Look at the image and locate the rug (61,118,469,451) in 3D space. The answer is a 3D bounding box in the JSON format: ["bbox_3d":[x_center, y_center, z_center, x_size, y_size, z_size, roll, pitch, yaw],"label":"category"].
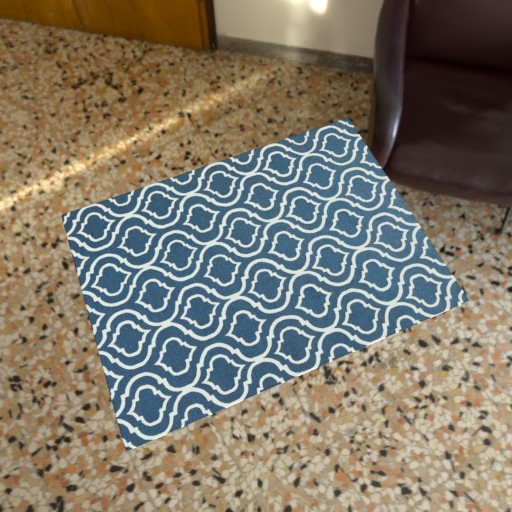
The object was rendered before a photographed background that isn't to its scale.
[{"bbox_3d":[0.000,0.000,4.393,3.353,0.010,2.438,-21,67,-10],"label":"rug"}]
